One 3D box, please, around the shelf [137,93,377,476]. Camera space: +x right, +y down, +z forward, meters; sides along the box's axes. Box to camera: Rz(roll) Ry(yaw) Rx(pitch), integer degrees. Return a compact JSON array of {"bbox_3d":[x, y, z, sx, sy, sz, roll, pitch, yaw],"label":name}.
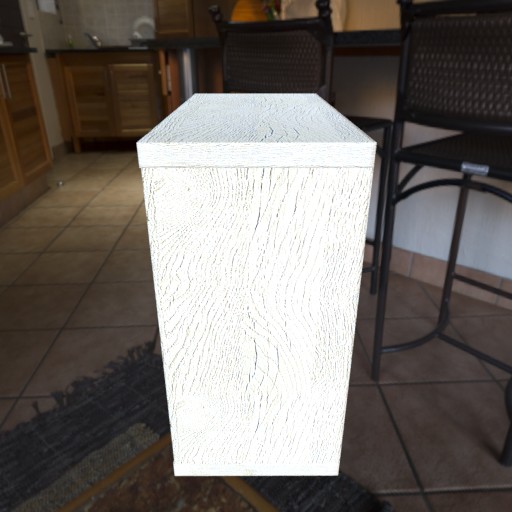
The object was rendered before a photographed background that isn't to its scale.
[{"bbox_3d":[0.000,0.000,1.246,0.390,0.786,0.790,0,26,0],"label":"shelf"}]
